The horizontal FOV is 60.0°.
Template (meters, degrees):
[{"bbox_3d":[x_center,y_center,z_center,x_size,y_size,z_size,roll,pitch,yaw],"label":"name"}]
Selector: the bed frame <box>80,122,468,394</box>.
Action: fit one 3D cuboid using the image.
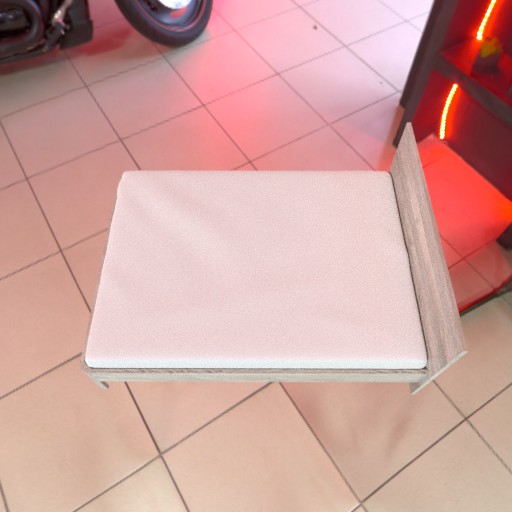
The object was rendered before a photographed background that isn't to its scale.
[{"bbox_3d":[0.000,0.000,2.757,1.950,0.800,1.490,0,59,0],"label":"bed frame"}]
